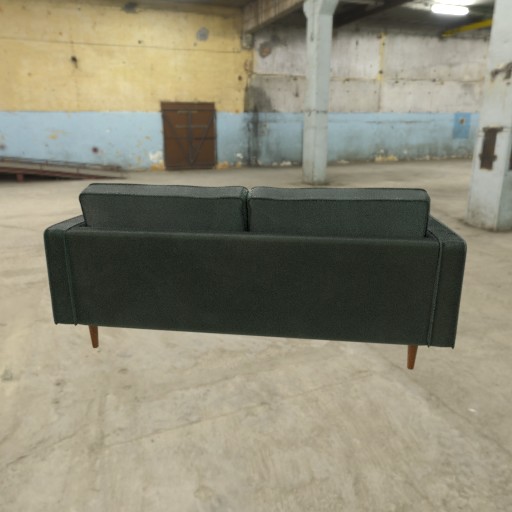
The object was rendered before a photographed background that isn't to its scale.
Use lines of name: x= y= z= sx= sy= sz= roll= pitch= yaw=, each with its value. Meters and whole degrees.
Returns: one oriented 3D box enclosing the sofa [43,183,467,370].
sofa: x=0.000 y=0.000 z=2.296 sx=1.816 sy=0.781 sz=0.886 roll=2 pitch=16 yaw=8
